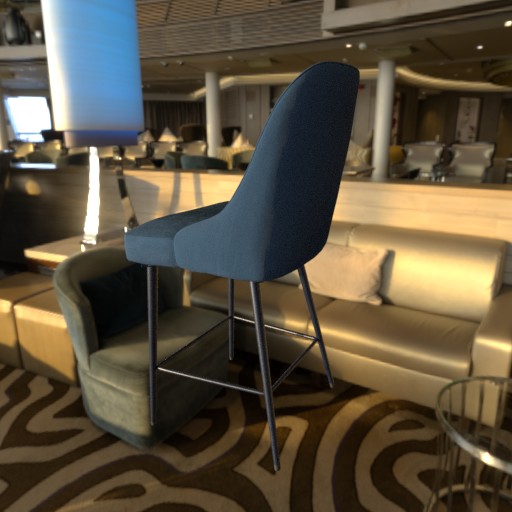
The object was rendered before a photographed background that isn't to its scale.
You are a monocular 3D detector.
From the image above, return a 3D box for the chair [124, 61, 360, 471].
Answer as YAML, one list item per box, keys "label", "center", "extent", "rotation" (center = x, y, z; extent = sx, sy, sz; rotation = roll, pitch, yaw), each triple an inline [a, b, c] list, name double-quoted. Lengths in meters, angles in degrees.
- label: "chair"
  center: [0.000, 0.000, 1.208]
  extent: [0.489, 0.927, 0.526]
  rotation: [8, 17, 27]
